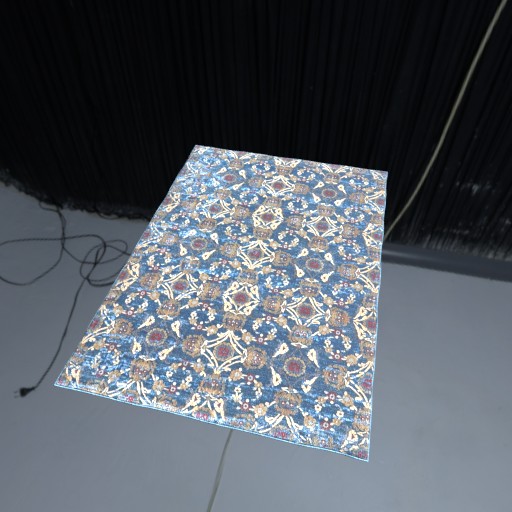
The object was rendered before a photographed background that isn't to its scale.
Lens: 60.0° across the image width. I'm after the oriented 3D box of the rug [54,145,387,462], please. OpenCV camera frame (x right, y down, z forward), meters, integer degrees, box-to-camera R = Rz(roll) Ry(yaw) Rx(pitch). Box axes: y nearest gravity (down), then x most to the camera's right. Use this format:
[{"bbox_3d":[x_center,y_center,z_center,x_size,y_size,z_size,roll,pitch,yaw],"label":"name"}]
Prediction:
[{"bbox_3d":[0.000,0.000,2.837,1.567,0.014,2.207,10,48,9],"label":"rug"}]
